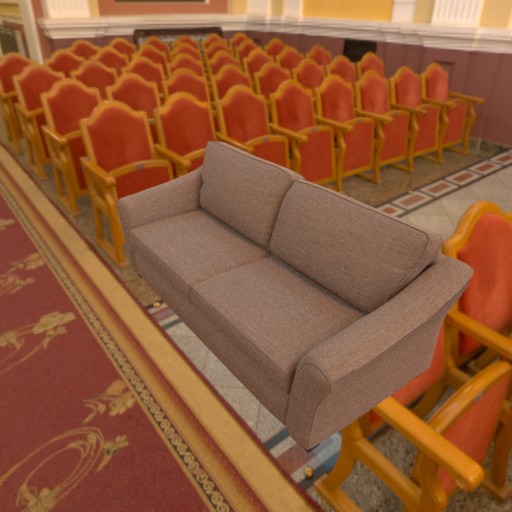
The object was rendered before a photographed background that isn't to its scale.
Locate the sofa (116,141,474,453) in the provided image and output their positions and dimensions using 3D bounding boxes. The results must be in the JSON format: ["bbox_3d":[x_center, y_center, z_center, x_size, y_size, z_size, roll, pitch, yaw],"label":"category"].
[{"bbox_3d":[0.000,0.000,2.793,0.980,0.965,2.270,-21,37,-31],"label":"sofa"}]
